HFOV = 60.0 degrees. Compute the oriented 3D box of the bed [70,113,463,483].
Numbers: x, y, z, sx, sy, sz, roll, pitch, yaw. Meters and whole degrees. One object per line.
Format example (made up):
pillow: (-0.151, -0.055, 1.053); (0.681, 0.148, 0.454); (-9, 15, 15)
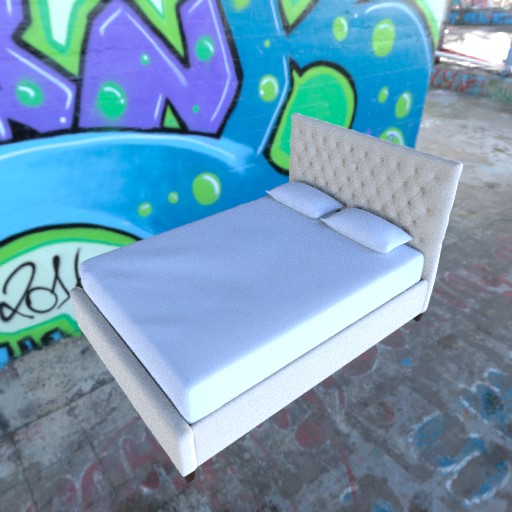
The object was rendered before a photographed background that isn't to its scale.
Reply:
bed: (0.000, 0.000, 3.357); (2.387, 1.427, 1.698); (-23, 39, -32)
